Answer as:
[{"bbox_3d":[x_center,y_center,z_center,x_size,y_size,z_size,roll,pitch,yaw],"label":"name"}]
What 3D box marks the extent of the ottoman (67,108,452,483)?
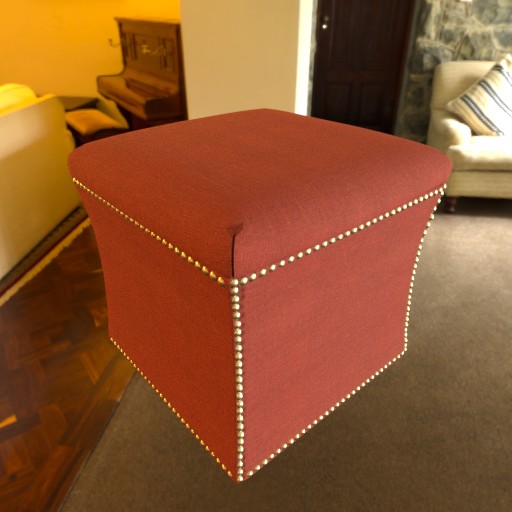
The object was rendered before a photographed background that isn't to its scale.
[{"bbox_3d":[0.000,0.000,0.870,0.507,0.475,0.497,-23,37,-34],"label":"ottoman"}]
